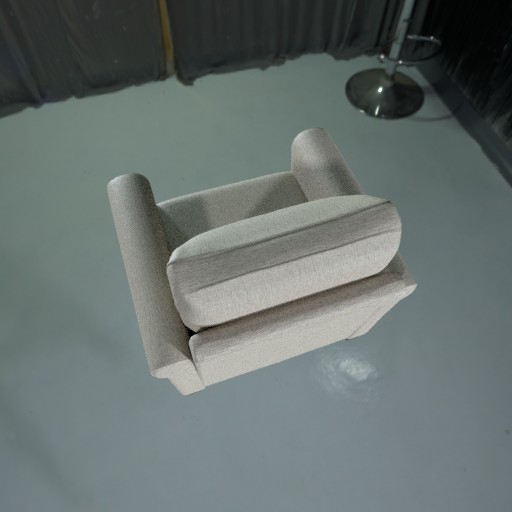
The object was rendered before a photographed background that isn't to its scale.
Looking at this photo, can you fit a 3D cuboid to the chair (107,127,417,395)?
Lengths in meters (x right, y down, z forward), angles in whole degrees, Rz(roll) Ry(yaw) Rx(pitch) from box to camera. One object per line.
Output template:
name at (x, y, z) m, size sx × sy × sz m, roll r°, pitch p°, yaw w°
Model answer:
chair at (0.000, 0.000, 2.288) m, size 1.275 × 1.349 × 1.180 m, roll -16°, pitch 59°, yaw -10°
